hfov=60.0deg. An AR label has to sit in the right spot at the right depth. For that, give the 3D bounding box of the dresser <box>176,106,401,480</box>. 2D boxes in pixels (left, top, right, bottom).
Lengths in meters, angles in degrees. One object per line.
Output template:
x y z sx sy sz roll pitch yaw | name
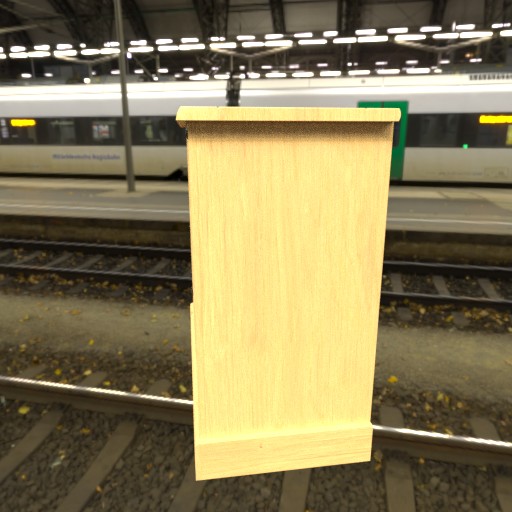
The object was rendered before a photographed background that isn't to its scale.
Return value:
0.000 0.000 1.389 0.440 0.835 0.915 -2 16 -8 | dresser
